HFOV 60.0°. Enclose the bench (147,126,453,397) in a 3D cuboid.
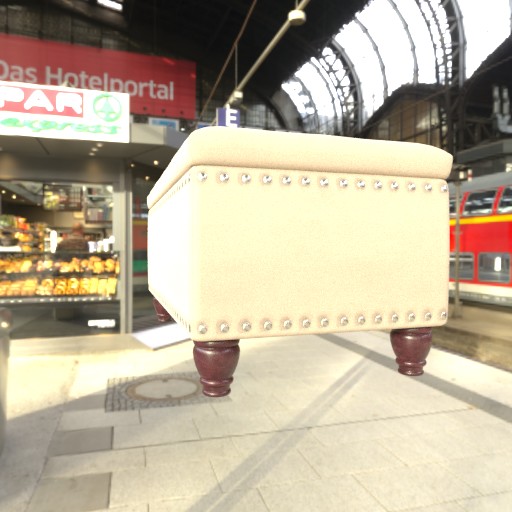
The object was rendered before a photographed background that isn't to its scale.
[{"bbox_3d":[0.000,0.000,1.177,0.500,0.449,0.887,0,1,-18],"label":"bench"}]
